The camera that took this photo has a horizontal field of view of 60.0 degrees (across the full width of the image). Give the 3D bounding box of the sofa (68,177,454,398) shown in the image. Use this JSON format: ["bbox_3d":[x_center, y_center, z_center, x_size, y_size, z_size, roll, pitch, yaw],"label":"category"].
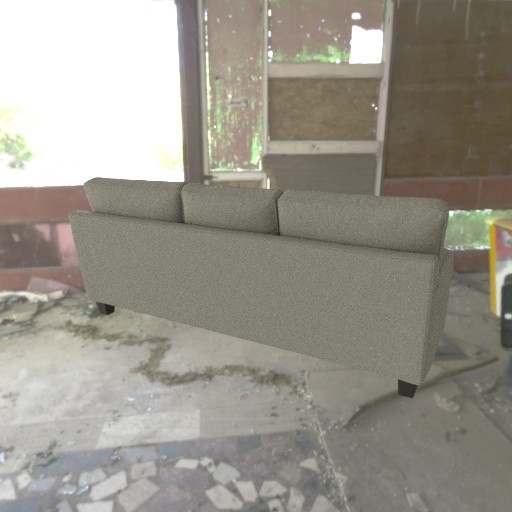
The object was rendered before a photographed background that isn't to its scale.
[{"bbox_3d":[0.000,0.000,2.894,2.323,0.997,1.016,9,19,27],"label":"sofa"}]
